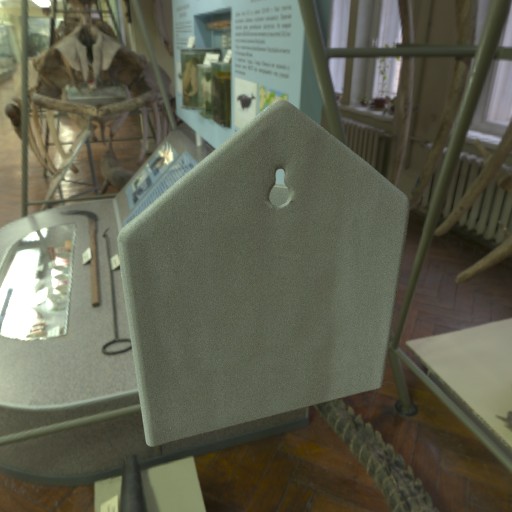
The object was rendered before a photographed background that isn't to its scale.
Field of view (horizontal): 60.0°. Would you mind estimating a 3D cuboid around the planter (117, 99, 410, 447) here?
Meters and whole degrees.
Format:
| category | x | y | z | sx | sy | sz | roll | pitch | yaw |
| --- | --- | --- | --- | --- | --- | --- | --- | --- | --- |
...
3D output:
| category | x | y | z | sx | sy | sz | roll | pitch | yaw |
| --- | --- | --- | --- | --- | --- | --- | --- | --- | --- |
| planter | 0.000 | 0.000 | 0.278 | 0.163 | 0.194 | 0.080 | -8 | 27 | -17 |
